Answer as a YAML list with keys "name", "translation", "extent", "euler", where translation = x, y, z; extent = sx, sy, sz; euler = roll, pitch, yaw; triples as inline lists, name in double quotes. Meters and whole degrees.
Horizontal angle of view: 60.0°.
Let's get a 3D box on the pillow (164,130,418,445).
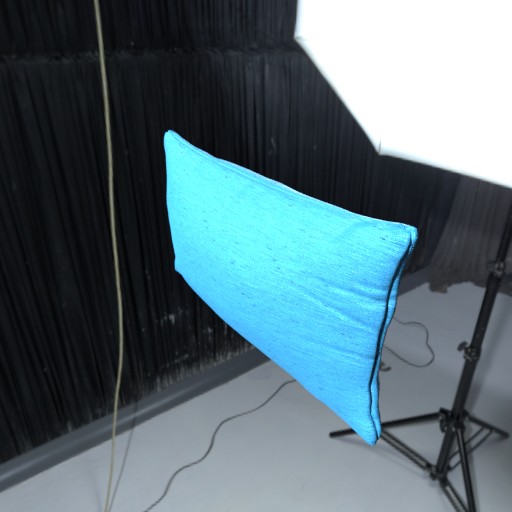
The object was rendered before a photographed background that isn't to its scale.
- name: "pillow"
  translation: [0.000, 0.000, 0.793]
  extent: [0.210, 0.338, 0.633]
  euler: [-18, 33, -31]
